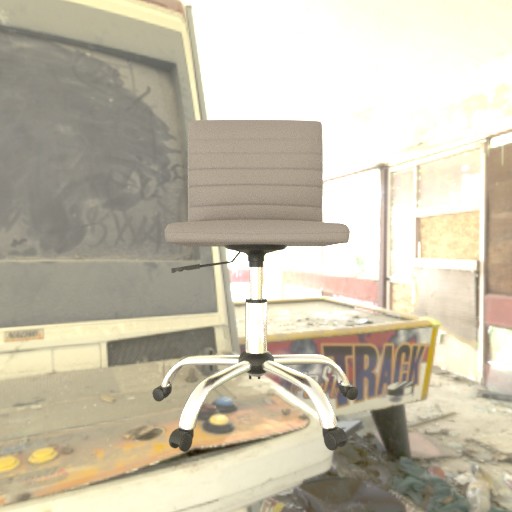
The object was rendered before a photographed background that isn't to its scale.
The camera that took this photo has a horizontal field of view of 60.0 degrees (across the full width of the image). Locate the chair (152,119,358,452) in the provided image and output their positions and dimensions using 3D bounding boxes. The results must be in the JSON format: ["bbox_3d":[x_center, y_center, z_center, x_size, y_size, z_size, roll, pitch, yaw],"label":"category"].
[{"bbox_3d":[0.000,0.000,1.140,0.556,0.780,0.530,0,1,-1],"label":"chair"}]
